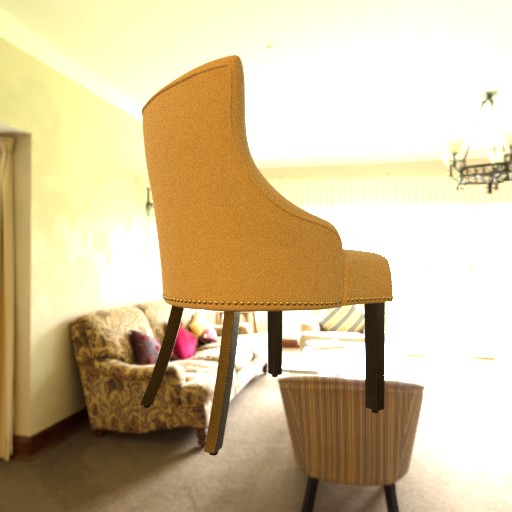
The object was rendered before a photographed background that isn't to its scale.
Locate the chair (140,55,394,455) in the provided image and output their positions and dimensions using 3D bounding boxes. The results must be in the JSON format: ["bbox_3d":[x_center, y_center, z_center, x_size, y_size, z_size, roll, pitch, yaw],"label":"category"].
[{"bbox_3d":[0.000,0.000,1.332,0.629,0.909,0.566,0,0,-36],"label":"chair"}]
